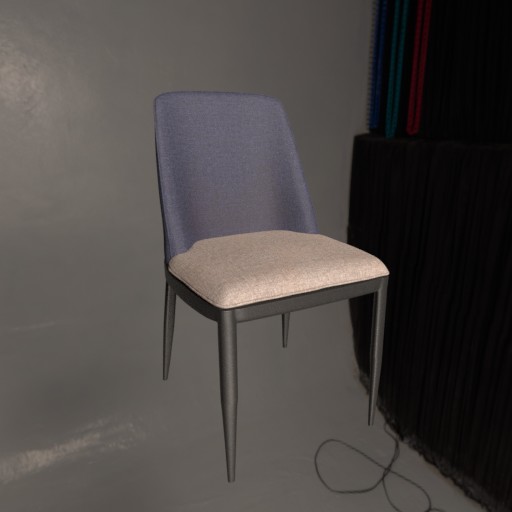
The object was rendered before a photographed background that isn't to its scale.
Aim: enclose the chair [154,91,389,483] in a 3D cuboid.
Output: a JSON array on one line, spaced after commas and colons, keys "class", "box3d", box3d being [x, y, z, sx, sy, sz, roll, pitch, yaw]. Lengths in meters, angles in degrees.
[{"class": "chair", "box3d": [0.000, 0.000, 1.168, 0.480, 0.839, 0.551, -9, 19, -27]}]
